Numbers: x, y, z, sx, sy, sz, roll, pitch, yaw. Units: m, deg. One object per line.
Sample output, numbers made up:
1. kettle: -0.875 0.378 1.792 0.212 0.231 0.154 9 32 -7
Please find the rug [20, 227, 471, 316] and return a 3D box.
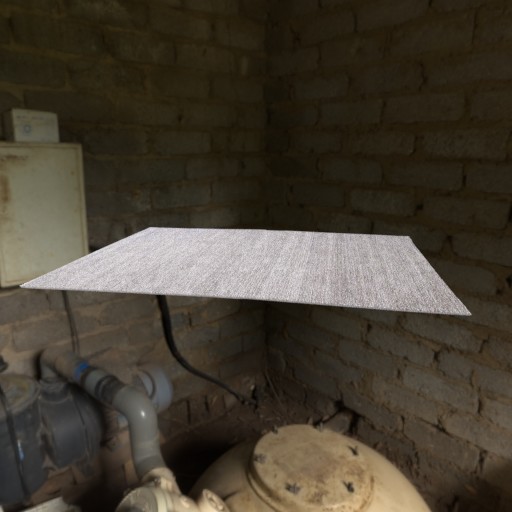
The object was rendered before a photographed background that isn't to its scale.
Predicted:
1. rug: 0.000 0.000 4.229 3.202 0.045 2.434 3 15 10
